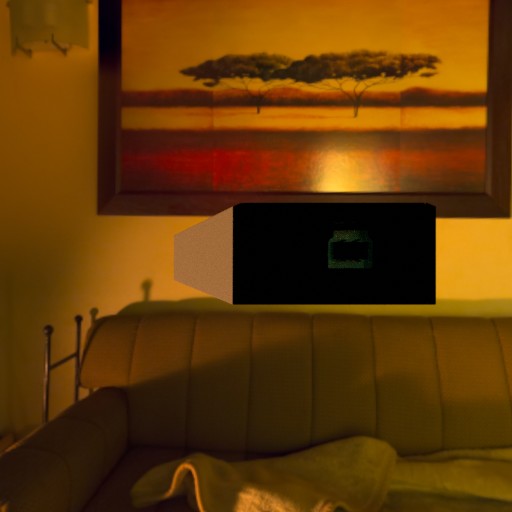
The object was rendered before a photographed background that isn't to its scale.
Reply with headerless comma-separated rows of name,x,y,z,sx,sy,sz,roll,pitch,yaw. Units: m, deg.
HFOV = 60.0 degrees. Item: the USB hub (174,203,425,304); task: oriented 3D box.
USB hub,0.000,0.000,0.160,0.044,0.023,0.145,0,-1,-17
